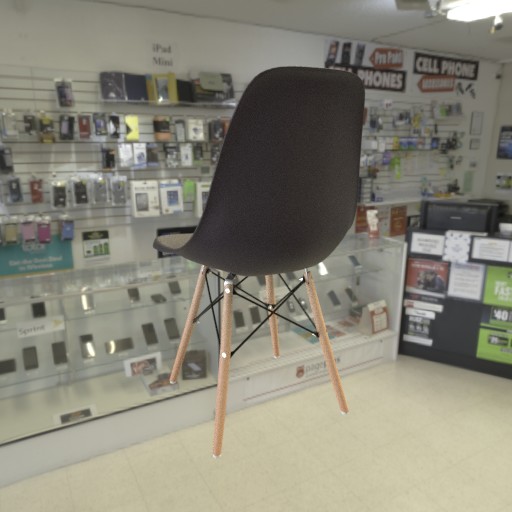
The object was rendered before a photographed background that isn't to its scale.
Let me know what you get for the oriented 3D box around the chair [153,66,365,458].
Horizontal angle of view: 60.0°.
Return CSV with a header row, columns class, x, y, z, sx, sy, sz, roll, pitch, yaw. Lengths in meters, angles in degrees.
class,x,y,z,sx,sy,sz,roll,pitch,yaw
chair,0.000,0.000,1.135,0.470,0.825,0.533,-7,16,-26
